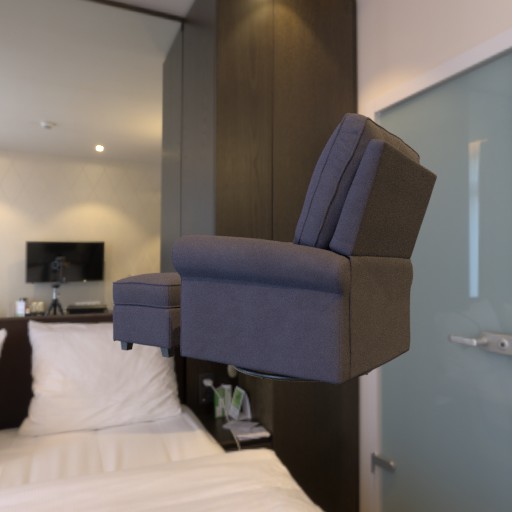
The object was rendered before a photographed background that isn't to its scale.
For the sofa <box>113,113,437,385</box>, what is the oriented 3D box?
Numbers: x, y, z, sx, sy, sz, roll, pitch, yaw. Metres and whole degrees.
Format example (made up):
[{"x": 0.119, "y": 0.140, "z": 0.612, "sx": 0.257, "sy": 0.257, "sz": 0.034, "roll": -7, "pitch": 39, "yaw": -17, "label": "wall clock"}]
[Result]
[{"x": 0.000, "y": 0.000, "z": 2.093, "sx": 1.478, "sy": 0.959, "sz": 0.880, "roll": -1, "pitch": -2, "yaw": 36, "label": "sofa"}]
